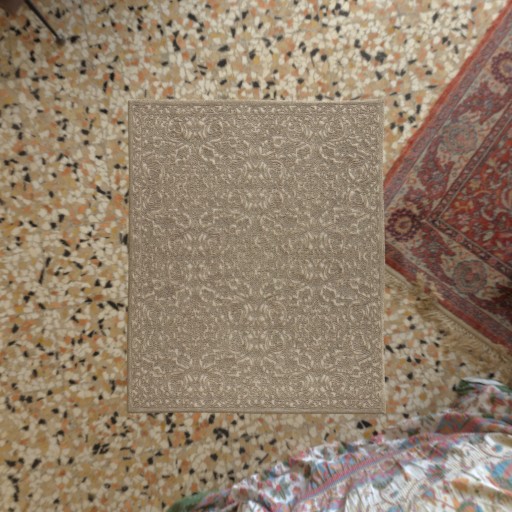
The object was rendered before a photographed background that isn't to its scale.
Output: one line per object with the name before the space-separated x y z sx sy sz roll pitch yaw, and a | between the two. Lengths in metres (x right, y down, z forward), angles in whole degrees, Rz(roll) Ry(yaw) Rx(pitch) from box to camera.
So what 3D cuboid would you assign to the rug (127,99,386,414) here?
rug | 0.000 0.000 4.247 2.472 0.035 3.017 0 89 0
